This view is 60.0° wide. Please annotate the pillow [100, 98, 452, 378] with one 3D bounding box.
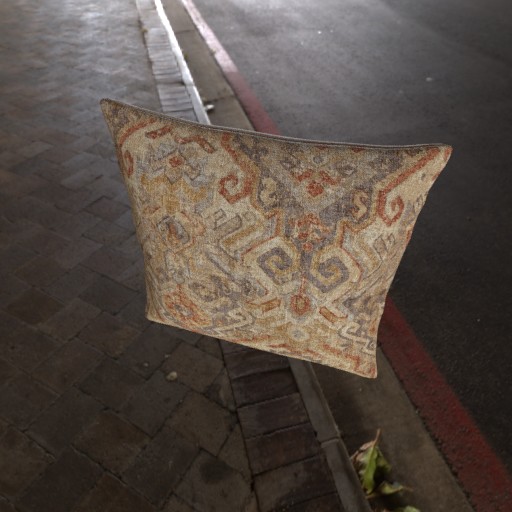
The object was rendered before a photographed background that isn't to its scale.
[{"bbox_3d":[0.000,0.000,0.787,0.523,0.506,0.166,12,43,13],"label":"pillow"}]
